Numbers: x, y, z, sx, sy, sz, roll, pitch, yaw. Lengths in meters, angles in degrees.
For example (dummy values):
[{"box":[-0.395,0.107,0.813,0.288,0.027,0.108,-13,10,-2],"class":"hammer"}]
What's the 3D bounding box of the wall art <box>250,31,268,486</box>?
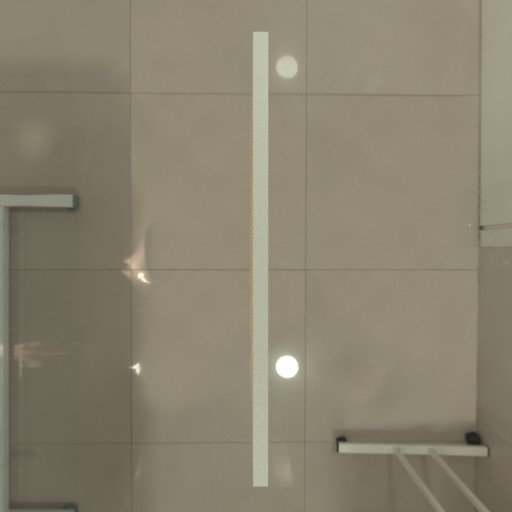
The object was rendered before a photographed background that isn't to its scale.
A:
[{"box":[0.000,0.000,0.600,0.013,0.456,0.382,0,91,-1],"class":"wall art"}]
